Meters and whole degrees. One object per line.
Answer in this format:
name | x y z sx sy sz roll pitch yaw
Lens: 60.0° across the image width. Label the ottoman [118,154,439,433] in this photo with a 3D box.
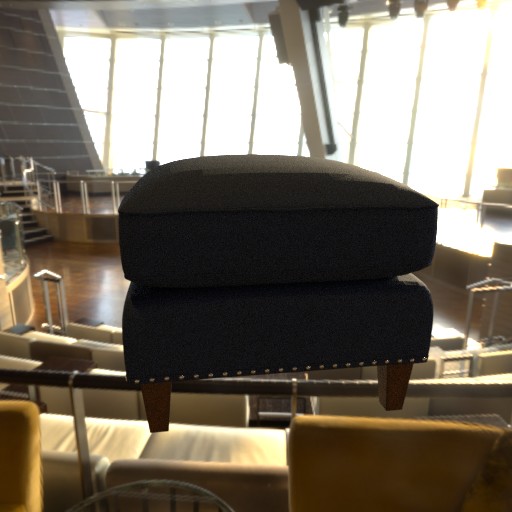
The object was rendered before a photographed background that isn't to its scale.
ottoman | 0.000 0.000 1.143 0.584 0.513 0.741 -2 14 -8
